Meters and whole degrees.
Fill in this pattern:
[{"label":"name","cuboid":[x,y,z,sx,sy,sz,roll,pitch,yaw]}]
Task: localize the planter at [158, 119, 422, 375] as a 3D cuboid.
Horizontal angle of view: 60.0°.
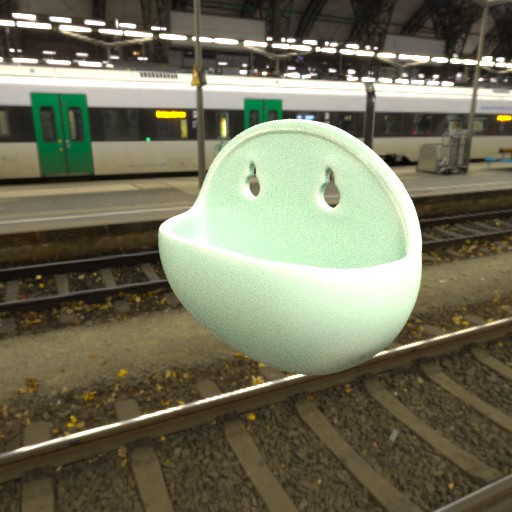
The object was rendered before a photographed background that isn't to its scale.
[{"label":"planter","cuboid":[0.000,0.000,0.276,0.189,0.164,0.073,15,22,41]}]
